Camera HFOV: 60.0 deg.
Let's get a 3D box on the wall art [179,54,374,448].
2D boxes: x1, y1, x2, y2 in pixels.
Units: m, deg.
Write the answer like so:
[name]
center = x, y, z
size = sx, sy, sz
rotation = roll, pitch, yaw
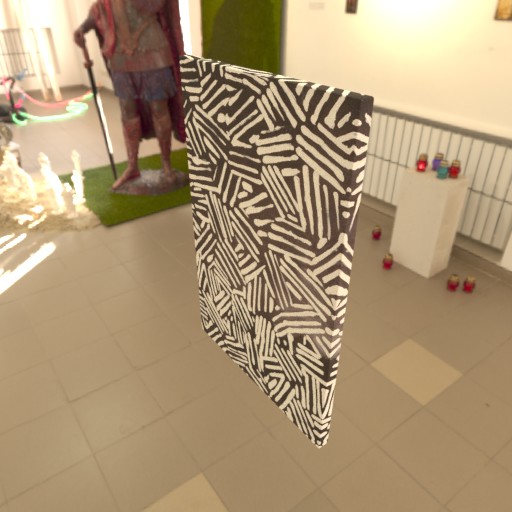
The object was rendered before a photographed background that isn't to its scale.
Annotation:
[wall art]
center = 0.000, 0.000, 1.179
size = 0.035, 0.918, 0.615
rotation = -22, 38, -31
